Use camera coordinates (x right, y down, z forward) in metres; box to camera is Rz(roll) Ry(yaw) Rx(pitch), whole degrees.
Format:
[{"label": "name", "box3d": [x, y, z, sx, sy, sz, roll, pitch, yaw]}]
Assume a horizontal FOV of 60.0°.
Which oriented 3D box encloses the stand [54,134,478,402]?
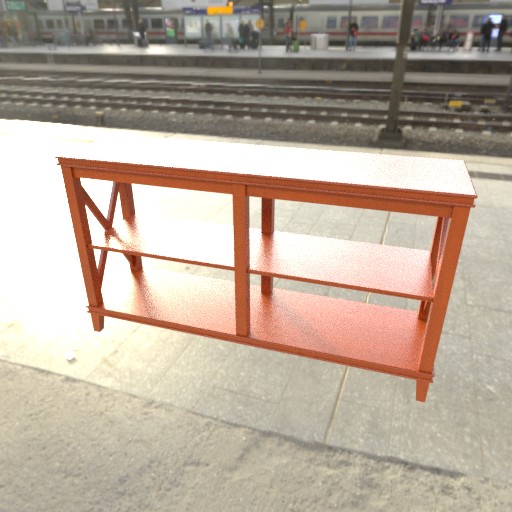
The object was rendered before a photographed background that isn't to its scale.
[{"label": "stand", "box3d": [0.000, 0.000, 1.709, 1.372, 0.762, 0.381, 8, 28, 16]}]
